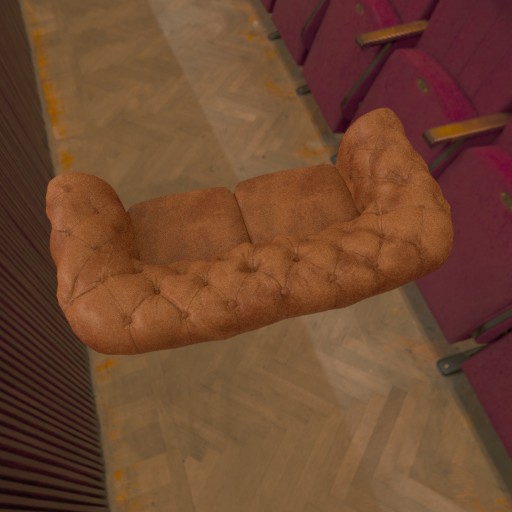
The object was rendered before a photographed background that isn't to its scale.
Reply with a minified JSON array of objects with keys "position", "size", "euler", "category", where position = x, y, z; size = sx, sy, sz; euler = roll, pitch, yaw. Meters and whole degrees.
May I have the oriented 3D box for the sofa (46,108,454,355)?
[{"position":[0.000,0.000,2.460],"size":[1.979,0.877,1.042],"euler":[-14,59,-8],"category":"sofa"}]
